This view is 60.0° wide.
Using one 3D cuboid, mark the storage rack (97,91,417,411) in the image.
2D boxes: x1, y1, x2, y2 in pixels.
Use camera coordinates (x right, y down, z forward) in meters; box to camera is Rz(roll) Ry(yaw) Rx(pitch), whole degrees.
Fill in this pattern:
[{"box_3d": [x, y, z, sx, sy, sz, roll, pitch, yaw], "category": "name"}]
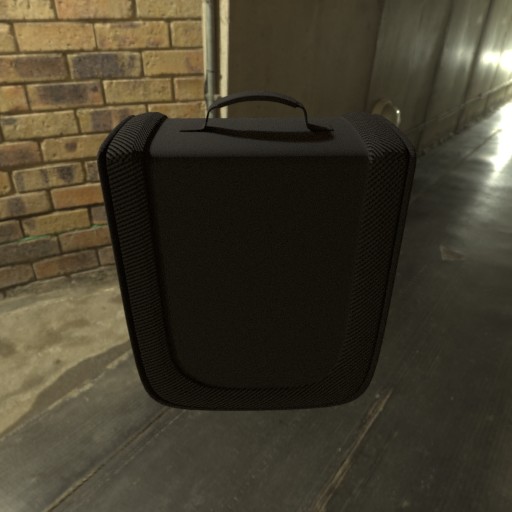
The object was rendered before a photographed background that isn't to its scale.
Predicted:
[{"box_3d": [0.000, 0.000, 0.551, 0.297, 0.387, 0.168, -1, 30, -1], "category": "storage rack"}]
